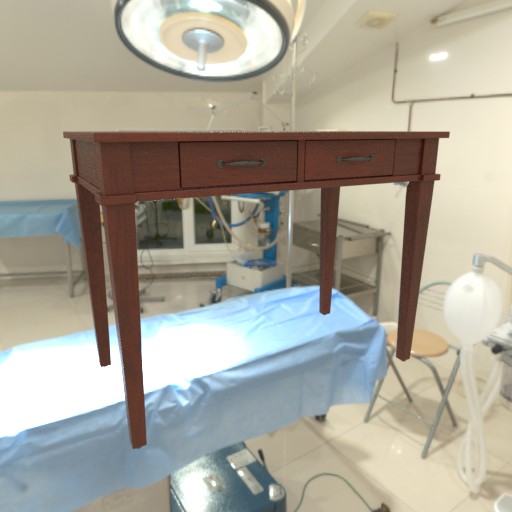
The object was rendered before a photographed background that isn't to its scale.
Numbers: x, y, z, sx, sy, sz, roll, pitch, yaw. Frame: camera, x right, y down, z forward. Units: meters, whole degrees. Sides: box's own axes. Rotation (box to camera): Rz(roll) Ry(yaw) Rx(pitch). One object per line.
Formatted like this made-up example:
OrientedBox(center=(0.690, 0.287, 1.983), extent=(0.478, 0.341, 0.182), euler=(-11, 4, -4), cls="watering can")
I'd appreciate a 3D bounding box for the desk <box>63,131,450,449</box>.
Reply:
OrientedBox(center=(0.000, 0.000, 1.410), extent=(1.001, 0.762, 0.549), euler=(-8, 18, -27), cls="desk")
